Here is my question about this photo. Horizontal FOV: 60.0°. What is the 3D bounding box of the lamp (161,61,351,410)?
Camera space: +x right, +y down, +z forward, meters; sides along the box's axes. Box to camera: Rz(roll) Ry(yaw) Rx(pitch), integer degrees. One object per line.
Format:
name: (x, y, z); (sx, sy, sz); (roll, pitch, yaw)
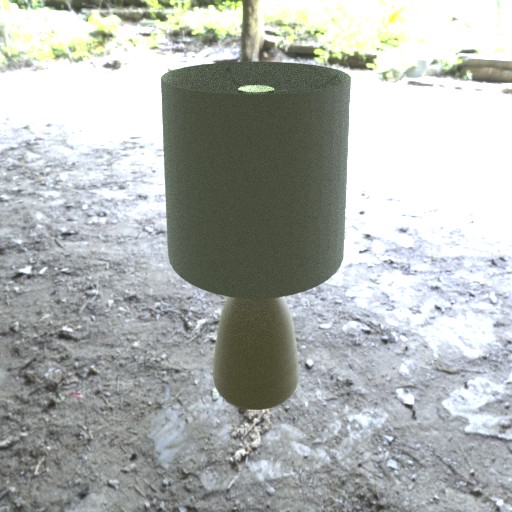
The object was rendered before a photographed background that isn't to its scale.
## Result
lamp: (0.000, 0.000, 0.482); (0.186, 0.369, 0.186); (0, 31, 0)
